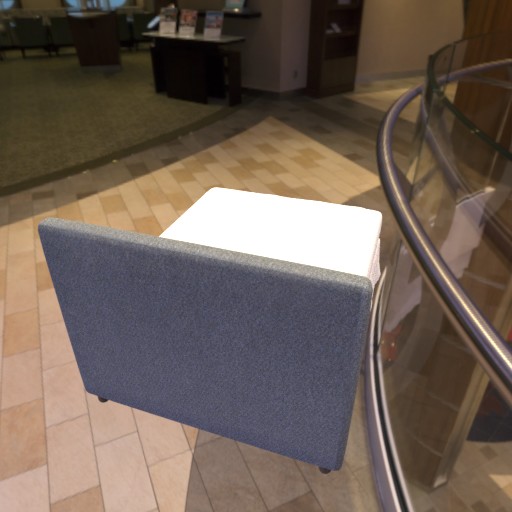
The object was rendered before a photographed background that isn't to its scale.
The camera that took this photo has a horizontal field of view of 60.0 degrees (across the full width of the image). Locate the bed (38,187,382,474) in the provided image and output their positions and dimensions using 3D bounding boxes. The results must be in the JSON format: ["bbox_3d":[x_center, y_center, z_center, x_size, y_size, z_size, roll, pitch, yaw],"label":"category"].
[{"bbox_3d":[0.000,0.000,3.156,1.723,1.330,2.142,11,34,16],"label":"bed"}]
